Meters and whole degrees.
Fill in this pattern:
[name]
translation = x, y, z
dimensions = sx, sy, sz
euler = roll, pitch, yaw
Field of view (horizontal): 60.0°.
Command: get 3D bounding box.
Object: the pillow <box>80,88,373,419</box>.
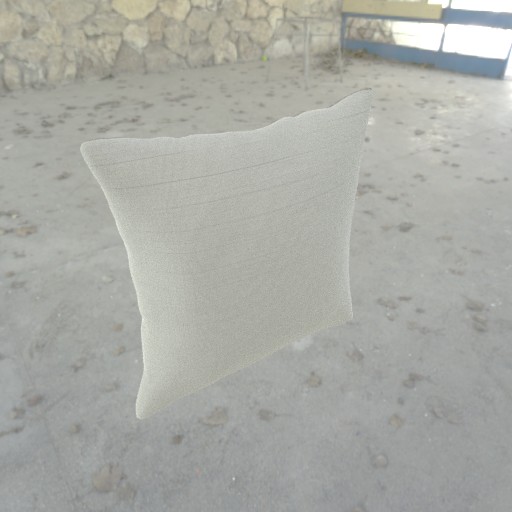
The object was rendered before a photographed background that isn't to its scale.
[pillow]
translation = 0.000, 0.000, 0.716
dimensions = 0.470, 0.464, 0.175
euler = -20, 37, -29
